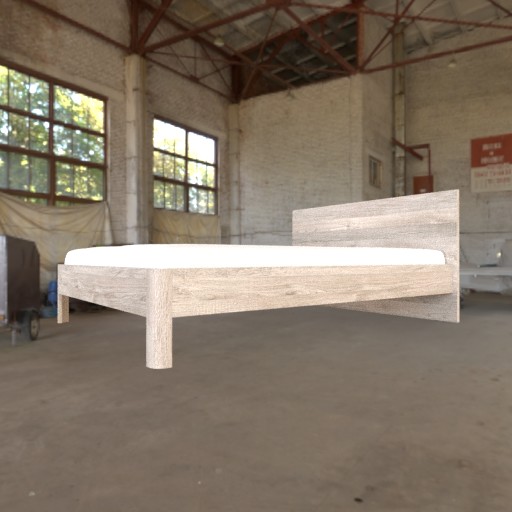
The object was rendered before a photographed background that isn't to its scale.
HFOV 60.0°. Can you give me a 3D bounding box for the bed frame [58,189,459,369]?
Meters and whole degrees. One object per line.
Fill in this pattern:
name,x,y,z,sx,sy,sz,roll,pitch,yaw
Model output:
bed frame,0.000,0.000,2.691,1.950,0.800,1.490,0,0,-37
